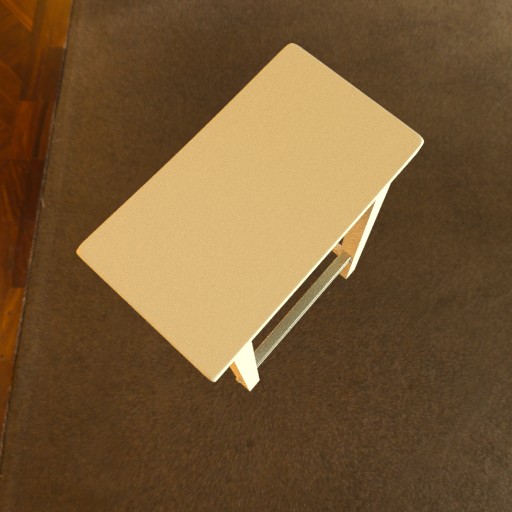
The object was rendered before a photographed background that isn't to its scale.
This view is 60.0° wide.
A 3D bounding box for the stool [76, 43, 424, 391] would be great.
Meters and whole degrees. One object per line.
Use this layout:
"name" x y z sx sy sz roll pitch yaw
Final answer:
"stool" 0.000 0.000 0.847 0.322 0.610 0.406 41 79 10
